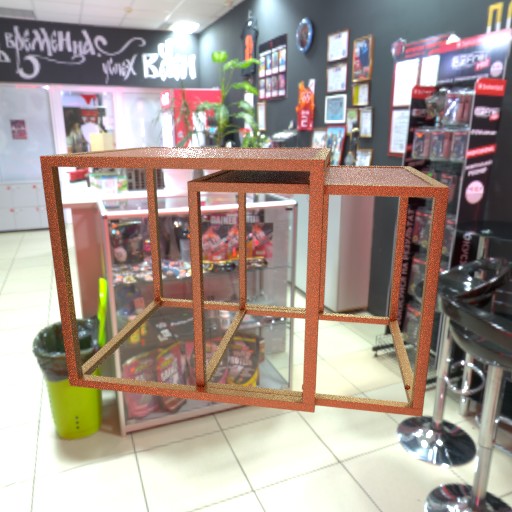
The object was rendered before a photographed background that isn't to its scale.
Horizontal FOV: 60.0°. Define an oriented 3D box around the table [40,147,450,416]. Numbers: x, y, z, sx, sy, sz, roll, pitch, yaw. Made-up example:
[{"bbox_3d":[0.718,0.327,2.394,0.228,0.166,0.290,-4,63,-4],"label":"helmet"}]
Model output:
[{"bbox_3d":[0.000,0.000,1.098,0.762,0.505,0.505,3,16,10],"label":"table"}]
